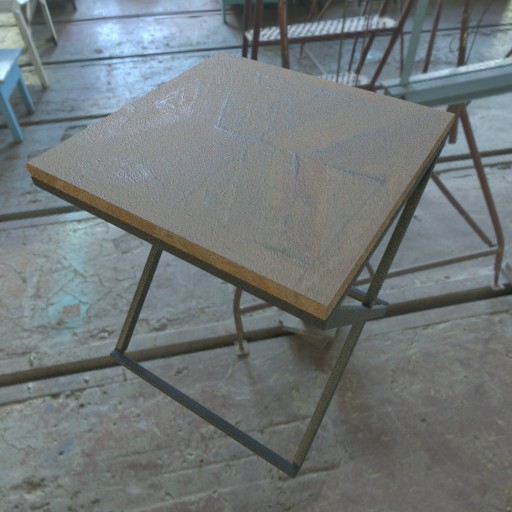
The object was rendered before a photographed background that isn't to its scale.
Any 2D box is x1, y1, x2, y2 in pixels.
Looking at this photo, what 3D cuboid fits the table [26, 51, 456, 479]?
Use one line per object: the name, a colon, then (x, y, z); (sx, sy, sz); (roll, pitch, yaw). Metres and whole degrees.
table: (0.000, 0.000, 0.905); (0.499, 0.550, 0.498); (25, 51, 22)
